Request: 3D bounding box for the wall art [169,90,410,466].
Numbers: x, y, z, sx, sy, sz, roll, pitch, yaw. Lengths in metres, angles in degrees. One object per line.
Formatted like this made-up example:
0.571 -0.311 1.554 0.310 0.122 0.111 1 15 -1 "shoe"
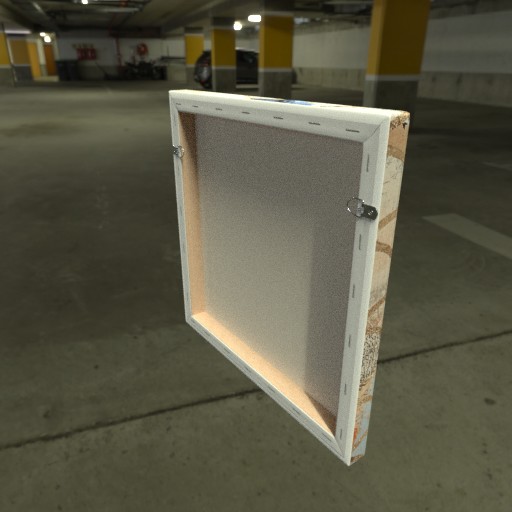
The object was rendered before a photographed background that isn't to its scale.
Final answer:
0.000 0.000 0.755 0.038 0.508 0.507 -17 29 -33 "wall art"
